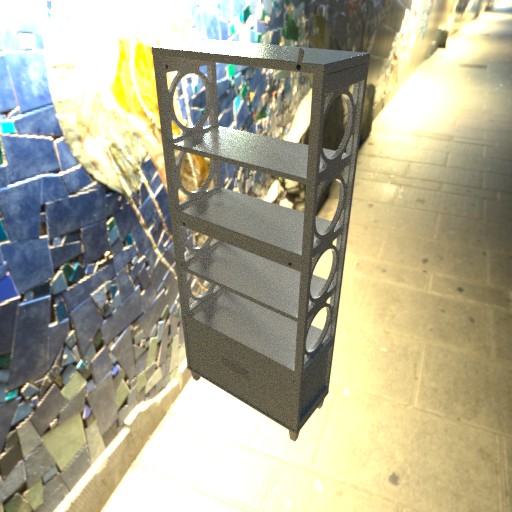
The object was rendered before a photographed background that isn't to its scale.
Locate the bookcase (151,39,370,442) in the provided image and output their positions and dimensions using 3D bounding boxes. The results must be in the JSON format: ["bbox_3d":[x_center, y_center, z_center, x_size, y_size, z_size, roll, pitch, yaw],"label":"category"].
[{"bbox_3d":[0.000,0.000,2.104,0.761,1.869,0.361,21,37,31],"label":"bookcase"}]
